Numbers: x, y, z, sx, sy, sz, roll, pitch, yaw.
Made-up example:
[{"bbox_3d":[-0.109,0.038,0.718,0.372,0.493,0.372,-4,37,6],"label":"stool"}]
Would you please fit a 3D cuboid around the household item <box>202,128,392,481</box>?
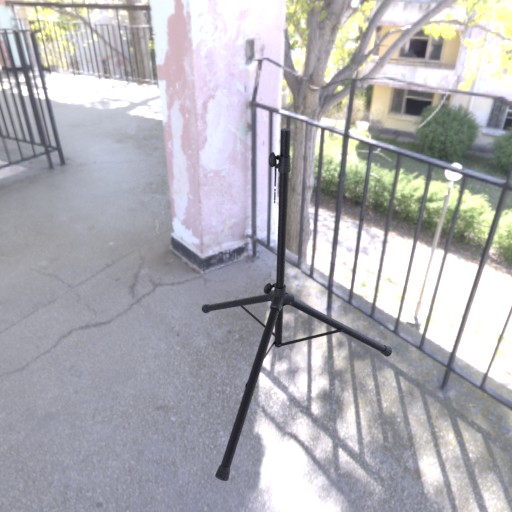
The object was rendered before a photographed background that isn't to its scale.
[{"bbox_3d":[0.000,0.000,1.883,1.045,1.136,0.907,-23,38,-32],"label":"household item"}]
